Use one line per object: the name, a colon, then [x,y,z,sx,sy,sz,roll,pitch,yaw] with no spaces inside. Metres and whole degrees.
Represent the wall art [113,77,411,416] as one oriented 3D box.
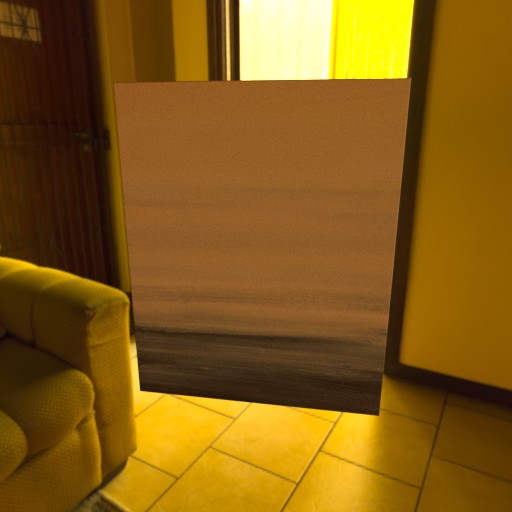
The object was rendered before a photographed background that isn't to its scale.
wall art: [0.000,0.000,0.825,0.489,0.608,0.040,3,17,9]
